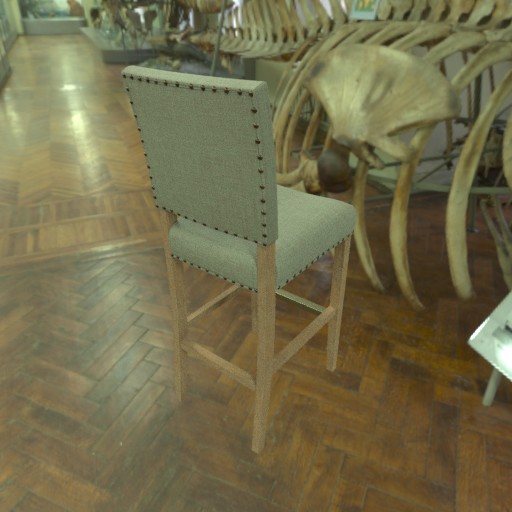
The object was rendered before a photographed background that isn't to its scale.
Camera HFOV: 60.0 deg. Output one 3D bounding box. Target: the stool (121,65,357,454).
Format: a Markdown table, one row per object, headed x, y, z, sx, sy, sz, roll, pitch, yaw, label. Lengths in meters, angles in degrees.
| x | y | z | sx | sy | sz | roll | pitch | yaw | label |
| --- | --- | --- | --- | --- | --- | --- | --- | --- | --- |
| 0.000 | 0.000 | 1.493 | 0.445 | 1.203 | 0.585 | 21 | 36 | 32 | stool |
